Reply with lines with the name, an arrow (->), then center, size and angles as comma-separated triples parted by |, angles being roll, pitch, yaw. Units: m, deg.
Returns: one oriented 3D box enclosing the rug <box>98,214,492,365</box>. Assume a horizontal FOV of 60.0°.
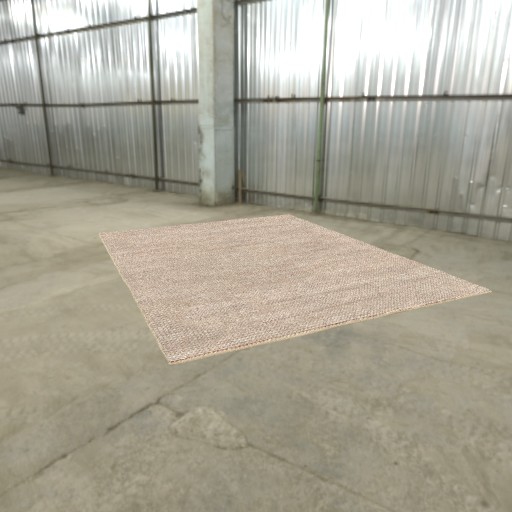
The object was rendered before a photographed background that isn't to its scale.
rug -> 0.000, 0.000, 4.090 | 2.429, 0.030, 3.052 | -8, 19, -24
